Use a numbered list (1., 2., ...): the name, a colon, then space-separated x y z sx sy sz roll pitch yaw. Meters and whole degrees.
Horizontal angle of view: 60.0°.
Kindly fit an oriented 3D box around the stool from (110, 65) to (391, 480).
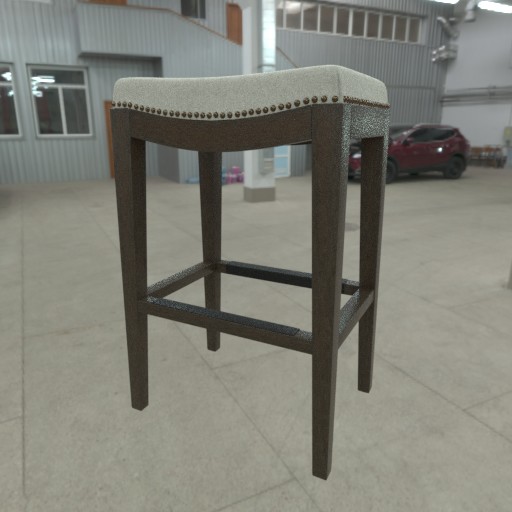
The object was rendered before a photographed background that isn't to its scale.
1. stool: 0.000 0.000 1.015 0.498 0.759 0.358 9 19 27
